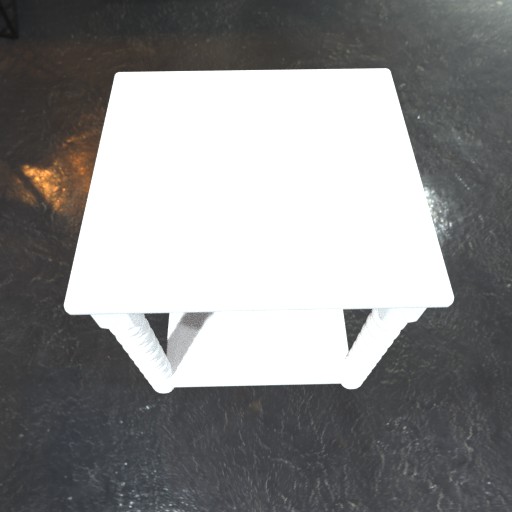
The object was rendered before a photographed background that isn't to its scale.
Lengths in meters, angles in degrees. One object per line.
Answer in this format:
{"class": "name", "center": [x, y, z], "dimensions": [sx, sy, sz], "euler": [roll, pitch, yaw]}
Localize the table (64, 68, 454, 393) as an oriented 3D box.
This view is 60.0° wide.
{"class": "table", "center": [0.000, 0.000, 0.965], "dimensions": [0.533, 0.563, 0.500], "euler": [-1, 59, -1]}
